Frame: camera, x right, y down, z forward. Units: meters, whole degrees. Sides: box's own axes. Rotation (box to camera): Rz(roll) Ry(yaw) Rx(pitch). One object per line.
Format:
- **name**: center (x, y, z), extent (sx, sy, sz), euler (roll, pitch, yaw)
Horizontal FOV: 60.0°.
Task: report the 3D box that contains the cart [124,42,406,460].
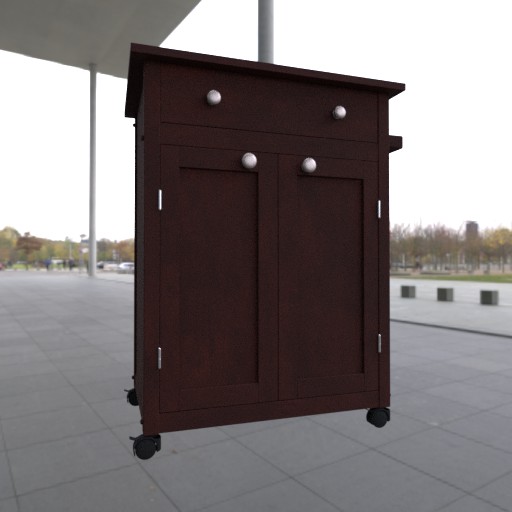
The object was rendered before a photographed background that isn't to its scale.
- **cart**: center (0.000, 0.000, 1.215), extent (0.683, 0.864, 0.442), euler (0, -1, -18)
